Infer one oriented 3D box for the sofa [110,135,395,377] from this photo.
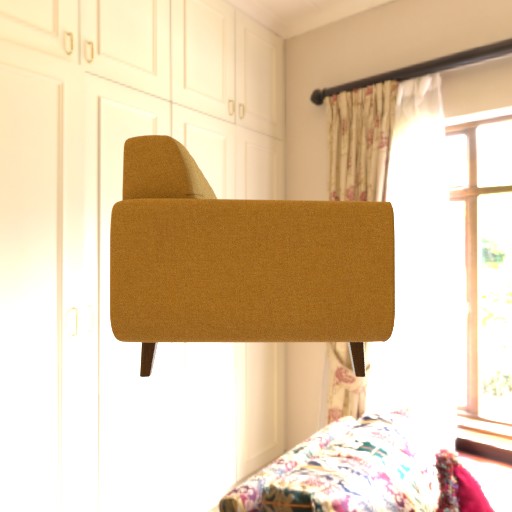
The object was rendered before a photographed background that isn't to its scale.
[{"bbox_3d":[0.000,0.000,2.170,0.909,0.841,1.631,0,0,0],"label":"sofa"}]
